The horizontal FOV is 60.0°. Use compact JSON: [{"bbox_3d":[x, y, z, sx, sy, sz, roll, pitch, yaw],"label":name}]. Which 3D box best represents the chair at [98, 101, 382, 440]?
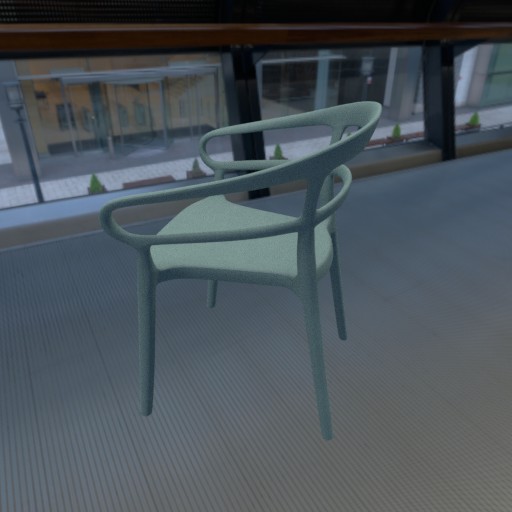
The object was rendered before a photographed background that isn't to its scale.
[{"bbox_3d":[0.000,0.000,1.142,0.527,0.761,0.559,8,31,13],"label":"chair"}]
